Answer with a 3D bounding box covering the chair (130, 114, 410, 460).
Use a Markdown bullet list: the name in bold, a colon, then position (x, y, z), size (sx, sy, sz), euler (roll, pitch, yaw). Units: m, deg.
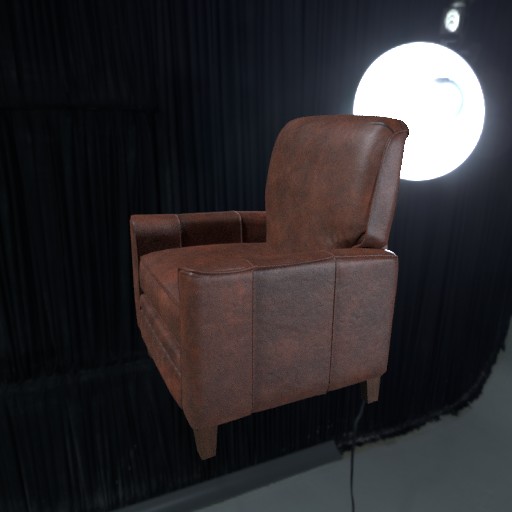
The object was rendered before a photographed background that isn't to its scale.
- **chair**: position (0.000, 0.000, 1.710), size (0.836, 1.043, 0.843), euler (-8, 18, -25)
